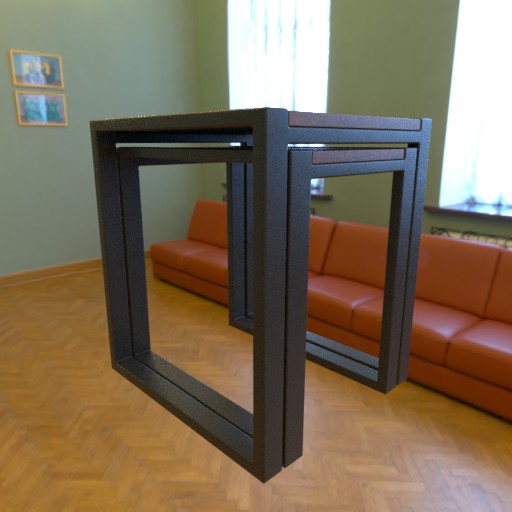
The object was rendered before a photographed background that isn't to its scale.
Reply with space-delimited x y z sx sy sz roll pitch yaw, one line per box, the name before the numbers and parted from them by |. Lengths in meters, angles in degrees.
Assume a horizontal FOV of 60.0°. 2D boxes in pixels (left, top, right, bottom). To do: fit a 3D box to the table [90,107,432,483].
table | 0.000 0.000 0.934 0.449 0.550 0.500 -14 20 -42
